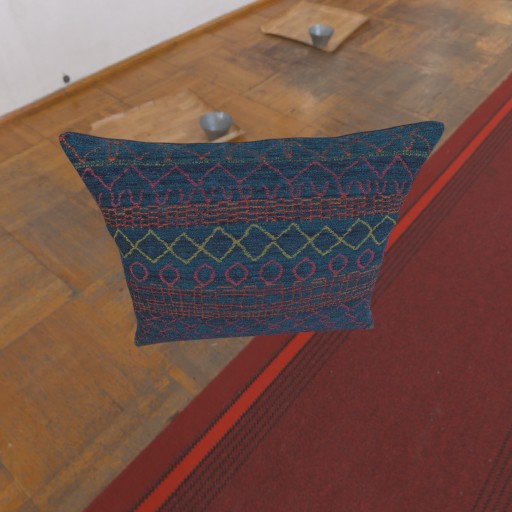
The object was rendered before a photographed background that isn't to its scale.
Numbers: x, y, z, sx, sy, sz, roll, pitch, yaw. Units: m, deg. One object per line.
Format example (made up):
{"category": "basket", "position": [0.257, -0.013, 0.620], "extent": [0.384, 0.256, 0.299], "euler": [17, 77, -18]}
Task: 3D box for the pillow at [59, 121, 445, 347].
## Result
{"category": "pillow", "position": [0.000, 0.000, 0.645], "extent": [0.431, 0.431, 0.141], "euler": [-3, 48, -3]}
